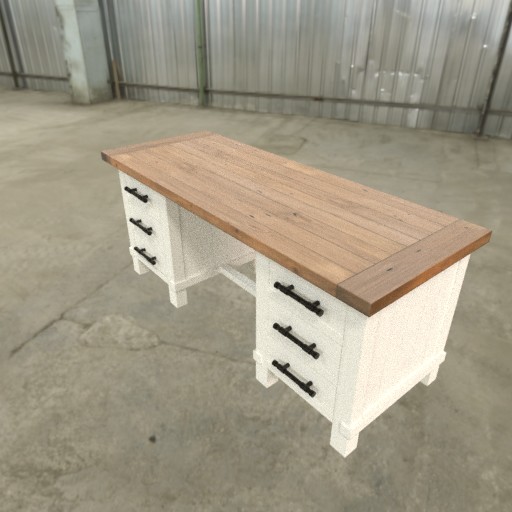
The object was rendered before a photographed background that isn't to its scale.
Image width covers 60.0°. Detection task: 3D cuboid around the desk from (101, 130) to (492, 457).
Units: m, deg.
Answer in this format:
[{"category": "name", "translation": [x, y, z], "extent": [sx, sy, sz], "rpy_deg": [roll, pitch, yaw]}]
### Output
[{"category": "desk", "translation": [0.000, 0.000, 2.177], "extent": [0.688, 0.760, 1.803], "rpy_deg": [-23, 37, -34]}]
